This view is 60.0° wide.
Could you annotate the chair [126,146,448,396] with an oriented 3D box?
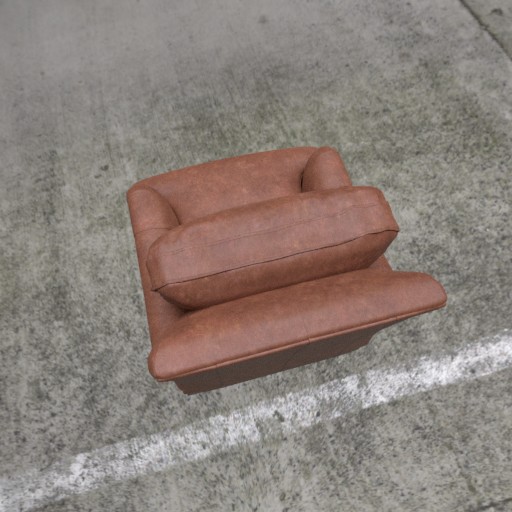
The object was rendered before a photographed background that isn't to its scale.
[{"bbox_3d":[0.000,0.000,1.925,0.986,1.055,1.158,-13,60,-8],"label":"chair"}]
